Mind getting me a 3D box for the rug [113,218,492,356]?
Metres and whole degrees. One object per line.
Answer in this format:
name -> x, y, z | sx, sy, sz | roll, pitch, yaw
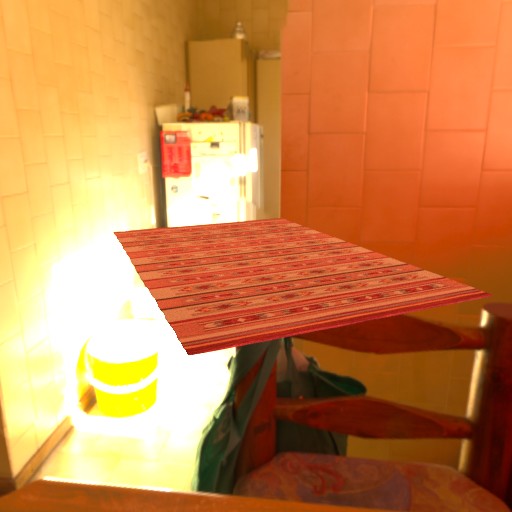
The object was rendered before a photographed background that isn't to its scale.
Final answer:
rug -> 0.000, 0.000, 2.294 | 1.223, 0.008, 1.817 | -7, 17, -23
